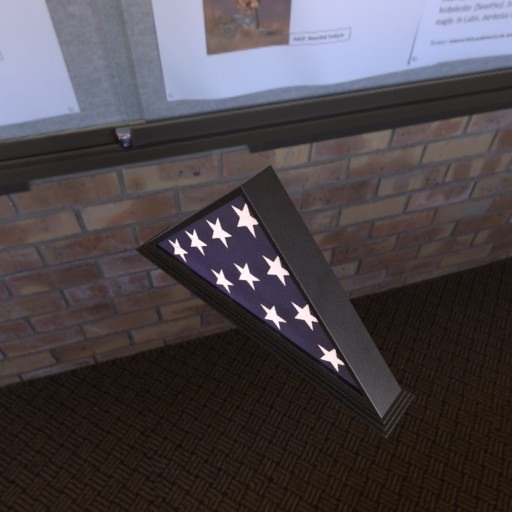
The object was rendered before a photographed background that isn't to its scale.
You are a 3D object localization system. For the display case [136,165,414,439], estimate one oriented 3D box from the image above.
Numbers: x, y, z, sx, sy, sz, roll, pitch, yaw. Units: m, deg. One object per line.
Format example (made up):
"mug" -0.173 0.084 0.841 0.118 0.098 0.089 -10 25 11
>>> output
"display case" 0.000 0.000 0.760 0.640 0.340 0.095 33 55 27
